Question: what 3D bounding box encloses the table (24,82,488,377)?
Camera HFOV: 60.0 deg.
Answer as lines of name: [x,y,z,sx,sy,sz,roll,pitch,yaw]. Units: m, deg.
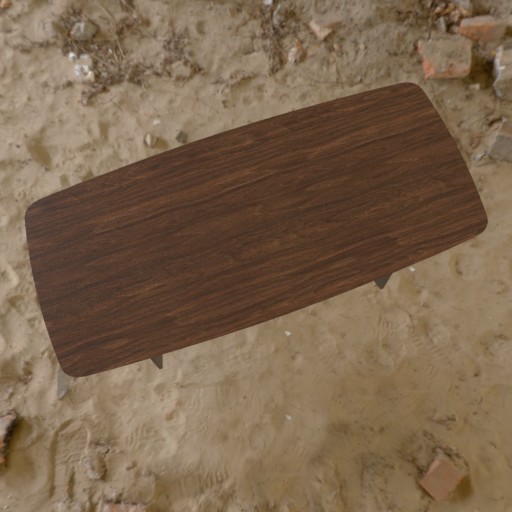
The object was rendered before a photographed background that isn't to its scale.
table: [0.000,0.000,1.075,0.804,0.576,0.361,-19,77,-5]
